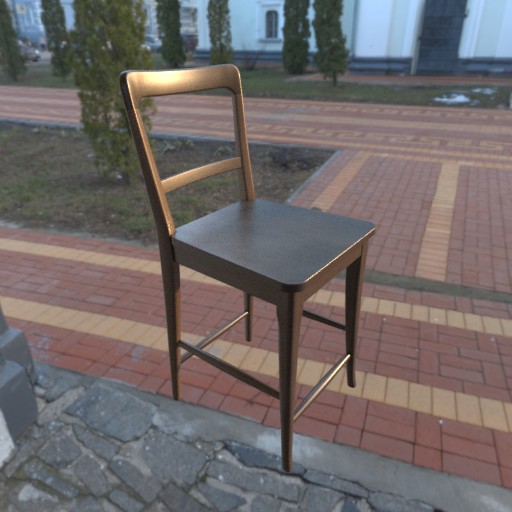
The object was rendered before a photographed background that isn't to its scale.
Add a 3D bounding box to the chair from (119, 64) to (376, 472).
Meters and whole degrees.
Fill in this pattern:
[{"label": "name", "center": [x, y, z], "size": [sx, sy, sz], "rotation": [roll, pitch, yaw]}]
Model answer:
[{"label": "chair", "center": [0.000, 0.000, 1.279], "size": [0.546, 0.991, 0.450], "rotation": [18, 31, 32]}]
